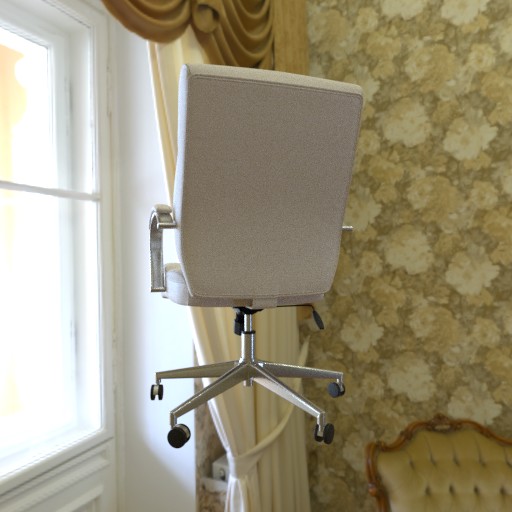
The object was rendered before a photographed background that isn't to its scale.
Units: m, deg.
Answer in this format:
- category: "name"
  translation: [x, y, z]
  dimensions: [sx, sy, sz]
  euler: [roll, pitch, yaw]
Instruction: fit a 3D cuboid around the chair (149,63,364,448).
- category: "chair"
  translation: [0.000, 0.000, 1.599]
  dimensions: [0.727, 1.099, 0.745]
  euler: [0, 1, -18]
